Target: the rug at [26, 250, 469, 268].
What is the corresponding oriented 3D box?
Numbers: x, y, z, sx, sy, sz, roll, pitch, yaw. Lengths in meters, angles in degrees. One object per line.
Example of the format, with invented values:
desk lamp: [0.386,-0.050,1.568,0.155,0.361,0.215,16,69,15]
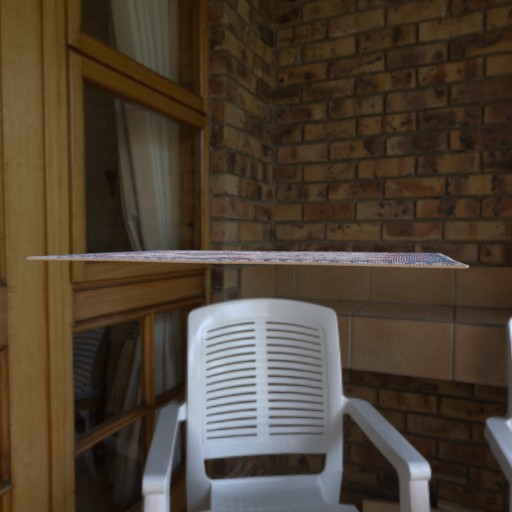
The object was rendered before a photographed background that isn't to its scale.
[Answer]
rug: [0.000,0.000,3.033,2.464,0.023,1.521,1,2,18]
